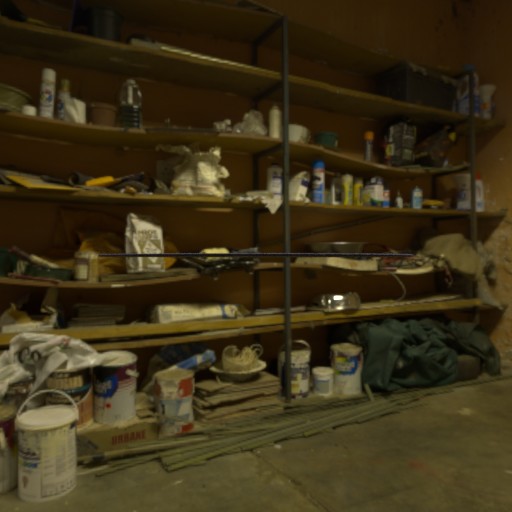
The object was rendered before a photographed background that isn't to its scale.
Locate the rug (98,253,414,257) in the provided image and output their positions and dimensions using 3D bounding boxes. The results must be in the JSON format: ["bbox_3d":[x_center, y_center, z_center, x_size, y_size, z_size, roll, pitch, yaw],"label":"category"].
[{"bbox_3d":[0.000,0.000,2.372,1.591,0.010,1.591,0,0,0],"label":"rug"}]
